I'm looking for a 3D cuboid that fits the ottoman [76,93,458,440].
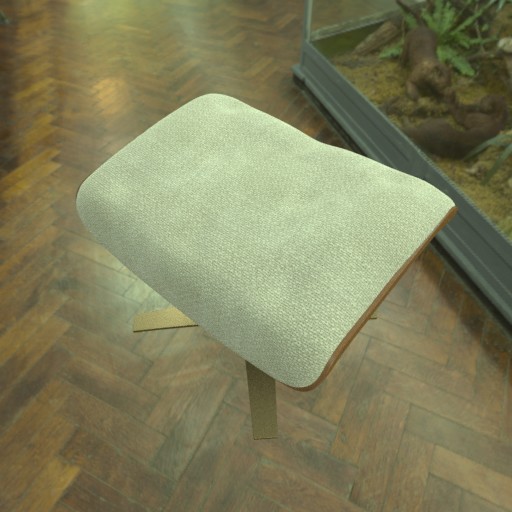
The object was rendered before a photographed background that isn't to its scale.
[{"bbox_3d":[0.000,0.000,0.811,0.520,0.391,0.394,32,55,27],"label":"ottoman"}]
